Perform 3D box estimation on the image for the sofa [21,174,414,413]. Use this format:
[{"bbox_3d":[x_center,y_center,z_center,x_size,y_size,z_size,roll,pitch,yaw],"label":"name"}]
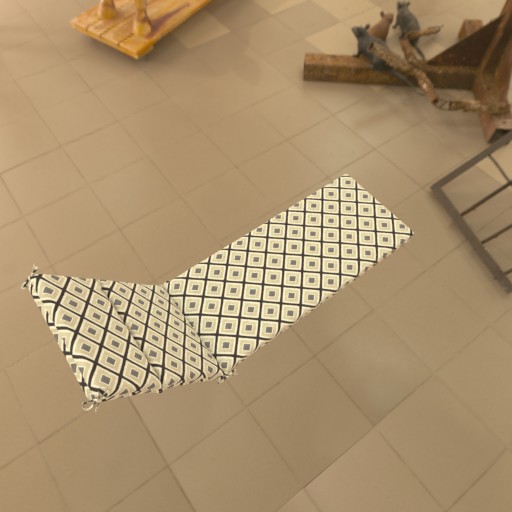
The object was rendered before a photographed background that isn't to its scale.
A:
[{"bbox_3d":[0.000,0.000,1.915,1.663,0.622,0.582,-32,64,-18],"label":"sofa"}]
